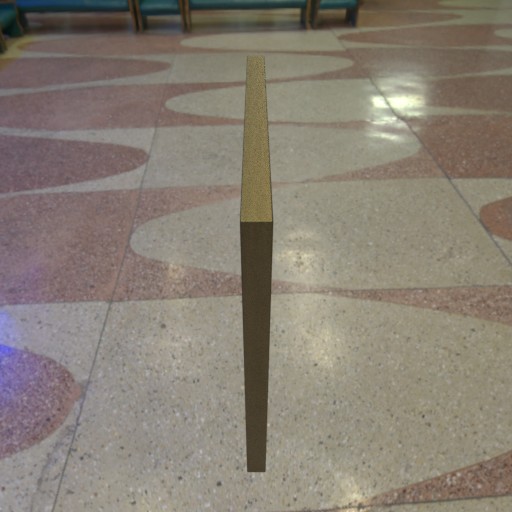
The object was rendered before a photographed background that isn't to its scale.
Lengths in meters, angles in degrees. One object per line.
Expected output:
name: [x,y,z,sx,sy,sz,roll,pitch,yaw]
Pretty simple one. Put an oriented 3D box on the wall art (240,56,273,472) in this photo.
wall art: [0.000,0.000,0.757,0.031,0.506,0.503,0,40,0]
